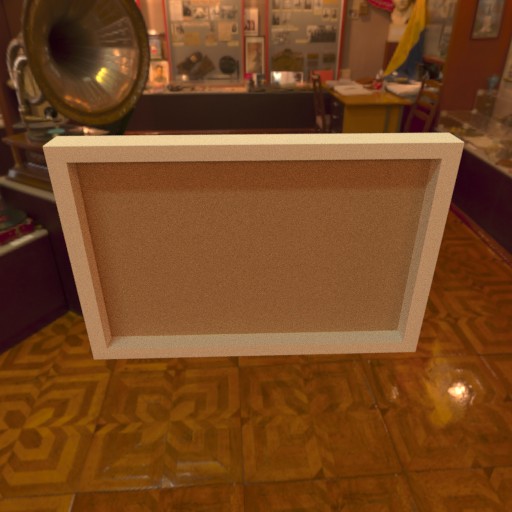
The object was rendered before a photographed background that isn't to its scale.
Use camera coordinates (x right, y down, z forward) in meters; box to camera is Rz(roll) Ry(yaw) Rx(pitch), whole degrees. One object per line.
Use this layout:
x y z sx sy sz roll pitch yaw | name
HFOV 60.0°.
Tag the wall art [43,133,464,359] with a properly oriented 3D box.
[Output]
0.000 0.000 0.481 0.384 0.254 0.039 -1 30 -1 | wall art
